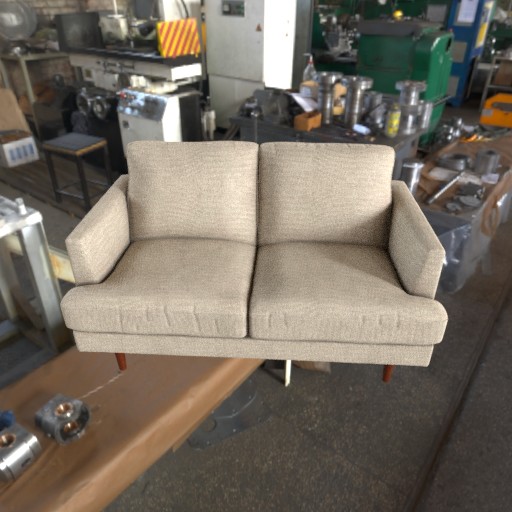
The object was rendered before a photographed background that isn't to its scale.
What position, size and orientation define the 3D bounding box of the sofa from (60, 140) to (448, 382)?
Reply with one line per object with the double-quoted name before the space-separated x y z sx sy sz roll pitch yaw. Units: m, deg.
"sofa" 0.000 0.000 2.144 1.582 0.944 0.903 2 31 3
